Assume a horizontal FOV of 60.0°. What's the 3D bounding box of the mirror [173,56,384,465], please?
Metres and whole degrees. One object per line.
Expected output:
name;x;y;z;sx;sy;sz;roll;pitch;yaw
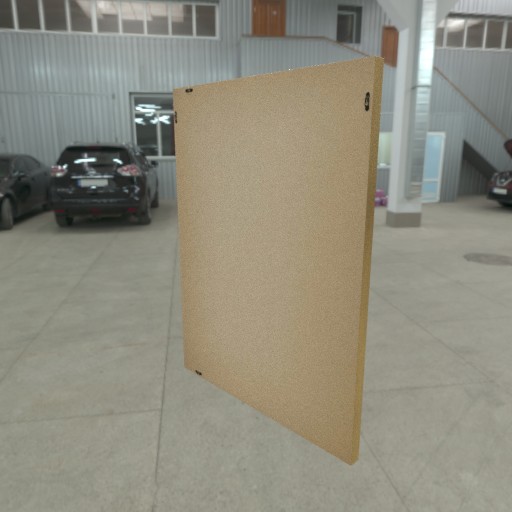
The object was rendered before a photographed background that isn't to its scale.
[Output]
mirror;0.000;0.000;1.340;0.041;1.016;0.762;-13;19;-43
